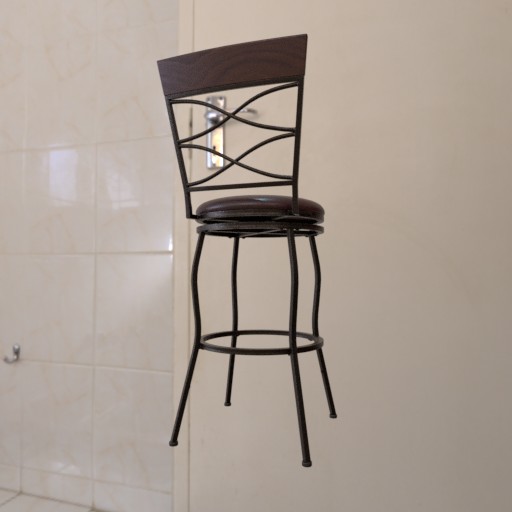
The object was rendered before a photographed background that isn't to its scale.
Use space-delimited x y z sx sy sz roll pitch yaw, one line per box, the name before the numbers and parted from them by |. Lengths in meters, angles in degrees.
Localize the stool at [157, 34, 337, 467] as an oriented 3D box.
stool | 0.000 0.000 1.420 0.448 1.130 0.513 -1 -2 20
